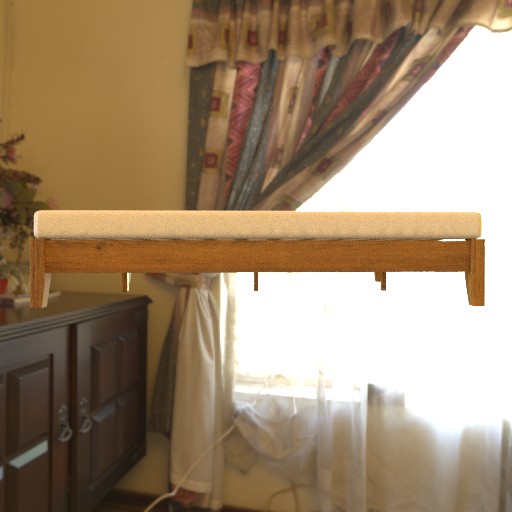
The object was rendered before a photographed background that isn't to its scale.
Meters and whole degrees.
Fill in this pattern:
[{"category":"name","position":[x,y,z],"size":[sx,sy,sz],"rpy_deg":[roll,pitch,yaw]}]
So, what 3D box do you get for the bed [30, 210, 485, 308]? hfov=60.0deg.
[{"category":"bed","position":[0.000,0.000,2.718],"size":[2.016,0.431,1.536],"rpy_deg":[0,1,-2]}]
